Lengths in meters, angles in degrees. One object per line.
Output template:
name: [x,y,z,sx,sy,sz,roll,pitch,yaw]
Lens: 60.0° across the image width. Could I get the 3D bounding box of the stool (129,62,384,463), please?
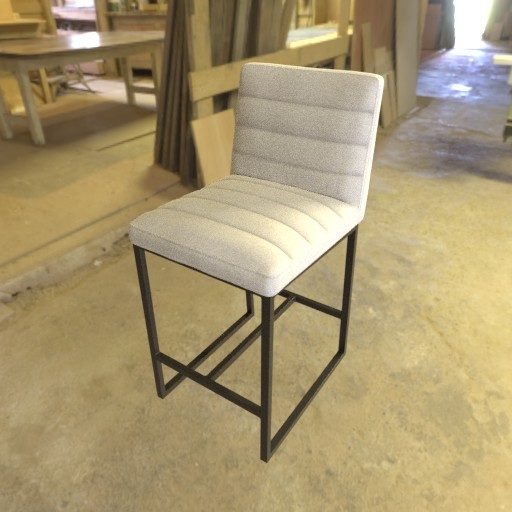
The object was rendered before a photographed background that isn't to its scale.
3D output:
stool: [0.000,0.000,1.301,0.459,0.971,0.567,19,36,29]
